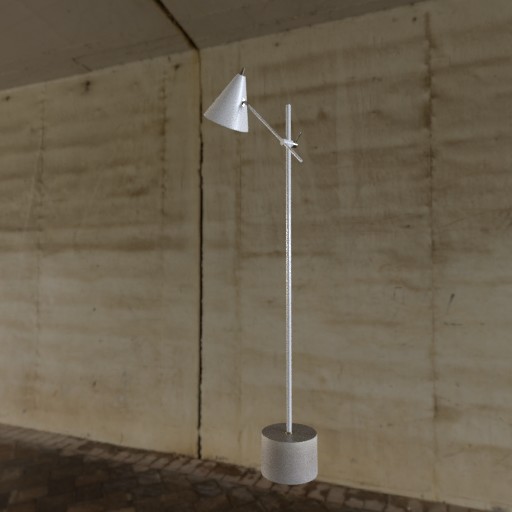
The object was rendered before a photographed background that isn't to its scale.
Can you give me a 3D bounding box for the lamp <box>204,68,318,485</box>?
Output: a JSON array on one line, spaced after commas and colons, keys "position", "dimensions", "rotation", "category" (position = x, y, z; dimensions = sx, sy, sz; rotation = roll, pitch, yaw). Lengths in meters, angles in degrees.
[{"position": [0.000, 0.000, 1.608], "dimensions": [0.223, 1.430, 0.508], "rotation": [2, -3, -36], "category": "lamp"}]
